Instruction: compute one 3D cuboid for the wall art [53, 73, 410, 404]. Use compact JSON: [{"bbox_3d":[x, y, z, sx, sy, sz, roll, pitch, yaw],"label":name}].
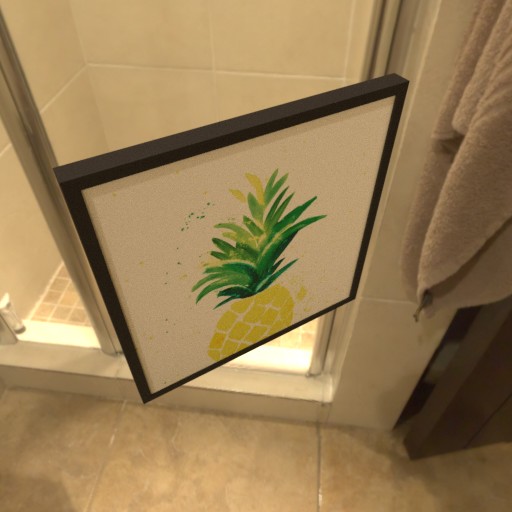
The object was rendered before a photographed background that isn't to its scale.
[{"bbox_3d":[0.000,0.000,0.756,0.508,0.507,0.033,-22,49,-21],"label":"wall art"}]
